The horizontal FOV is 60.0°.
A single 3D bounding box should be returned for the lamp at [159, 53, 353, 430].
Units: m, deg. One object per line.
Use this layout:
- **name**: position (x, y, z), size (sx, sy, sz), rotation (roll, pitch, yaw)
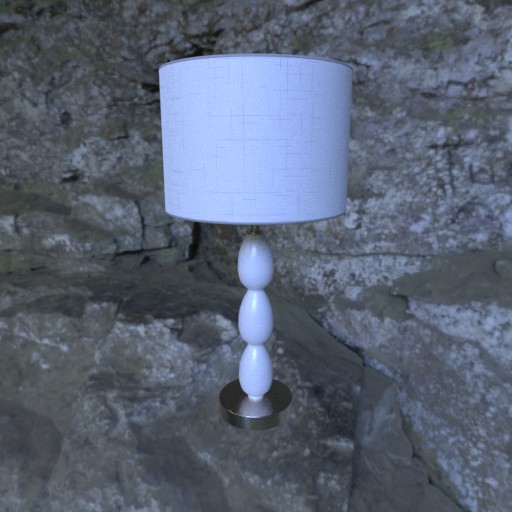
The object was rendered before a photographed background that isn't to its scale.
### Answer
- **lamp**: position (0.000, 0.000, 0.721), size (0.280, 0.559, 0.282), rotation (14, 20, 43)
